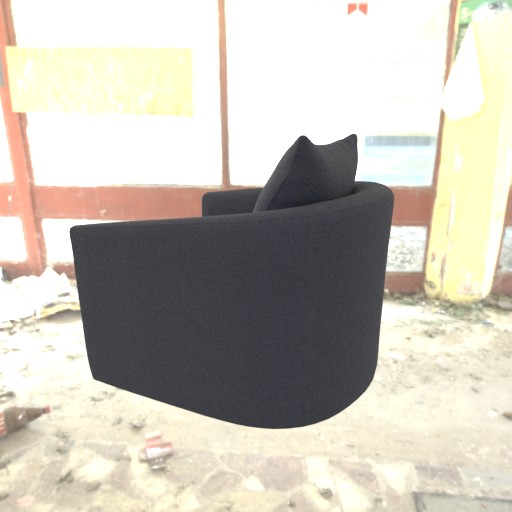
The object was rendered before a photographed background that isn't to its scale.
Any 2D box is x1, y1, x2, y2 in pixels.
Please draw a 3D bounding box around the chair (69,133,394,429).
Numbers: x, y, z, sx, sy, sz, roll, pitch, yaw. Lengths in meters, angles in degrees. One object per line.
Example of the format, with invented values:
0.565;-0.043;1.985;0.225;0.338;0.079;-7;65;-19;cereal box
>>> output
0.000;0.000;1.582;0.910;0.848;0.845;8;18;25;chair
